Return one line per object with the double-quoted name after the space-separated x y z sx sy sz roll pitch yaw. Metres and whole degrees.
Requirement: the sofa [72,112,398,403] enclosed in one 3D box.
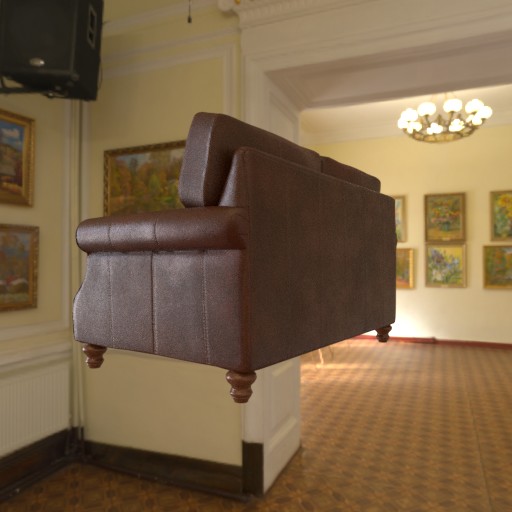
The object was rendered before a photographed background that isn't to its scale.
0.000 0.000 2.256 0.990 0.976 1.616 0 -1 36 "sofa"
